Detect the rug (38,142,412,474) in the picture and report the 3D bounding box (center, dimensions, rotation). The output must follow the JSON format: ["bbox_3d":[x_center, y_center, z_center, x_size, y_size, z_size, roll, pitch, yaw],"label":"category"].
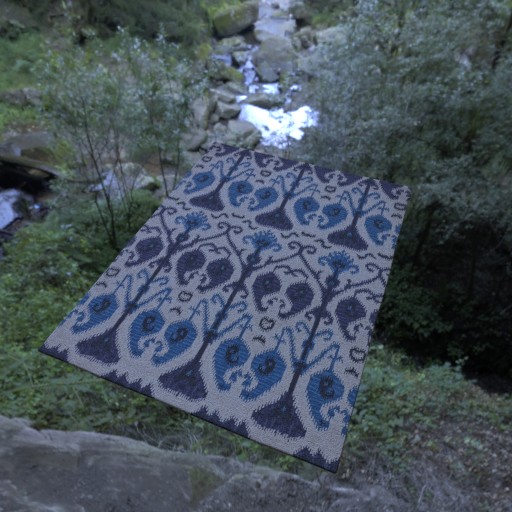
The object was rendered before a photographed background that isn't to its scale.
[{"bbox_3d":[0.000,0.000,4.214,2.443,0.024,3.228,17,49,15],"label":"rug"}]
